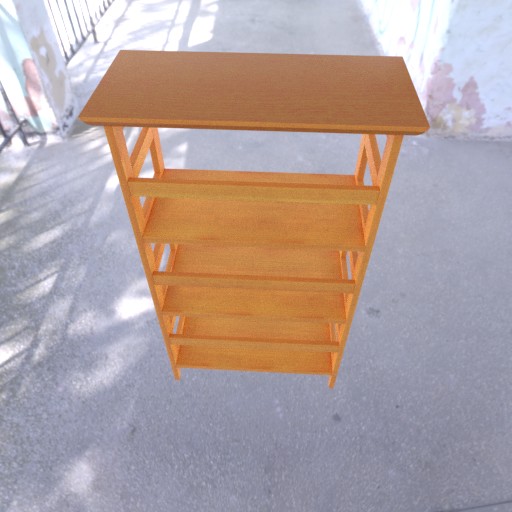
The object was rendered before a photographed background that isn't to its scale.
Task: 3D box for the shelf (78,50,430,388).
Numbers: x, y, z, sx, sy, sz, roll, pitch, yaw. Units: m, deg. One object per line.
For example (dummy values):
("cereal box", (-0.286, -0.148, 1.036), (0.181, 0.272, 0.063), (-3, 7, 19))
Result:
("shelf", (0.000, 0.000, 1.323), (0.660, 1.067, 0.305), (2, 47, 2))
